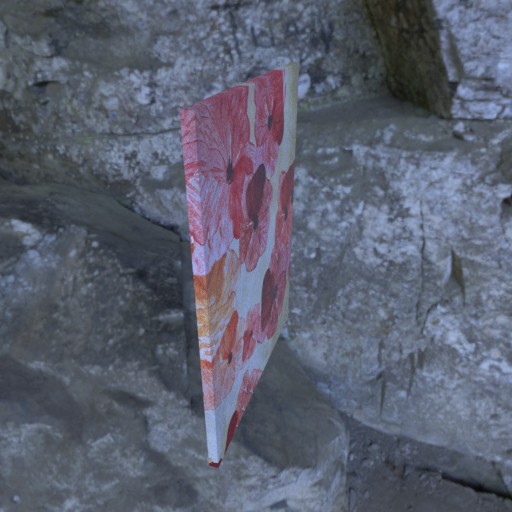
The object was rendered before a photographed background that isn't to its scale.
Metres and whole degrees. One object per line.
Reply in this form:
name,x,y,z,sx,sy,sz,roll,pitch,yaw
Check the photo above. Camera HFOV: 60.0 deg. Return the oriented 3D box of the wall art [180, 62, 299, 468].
wall art,0.000,0.000,1.359,0.031,1.015,0.762,10,31,16
